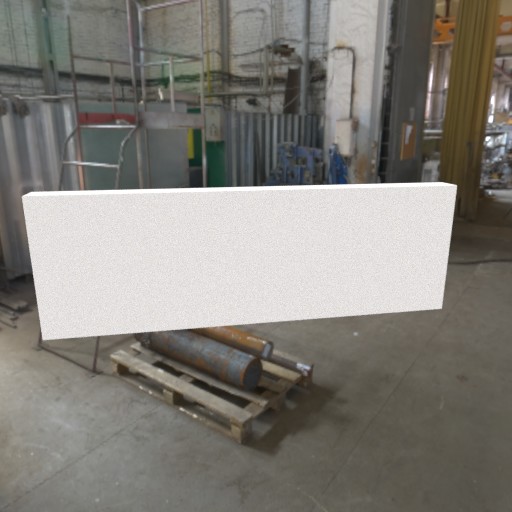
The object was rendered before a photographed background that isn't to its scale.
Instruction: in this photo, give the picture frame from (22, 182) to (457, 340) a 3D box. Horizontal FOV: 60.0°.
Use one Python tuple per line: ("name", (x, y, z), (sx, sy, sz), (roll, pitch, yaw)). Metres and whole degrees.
("picture frame", (0.000, 0.000, 0.822), (0.759, 0.250, 0.050), (-3, 16, -10))
